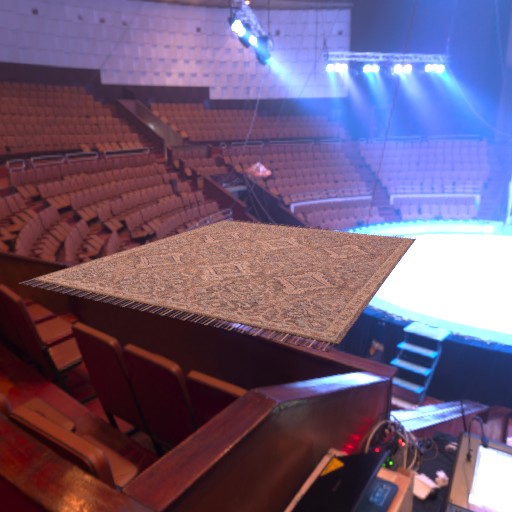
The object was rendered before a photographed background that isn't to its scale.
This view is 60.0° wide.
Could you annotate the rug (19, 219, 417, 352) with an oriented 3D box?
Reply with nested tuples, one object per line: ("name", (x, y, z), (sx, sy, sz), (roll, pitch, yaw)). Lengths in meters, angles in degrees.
("rug", (0.000, 0.000, 4.098), (2.437, 0.010, 3.056), (8, 17, 26))
